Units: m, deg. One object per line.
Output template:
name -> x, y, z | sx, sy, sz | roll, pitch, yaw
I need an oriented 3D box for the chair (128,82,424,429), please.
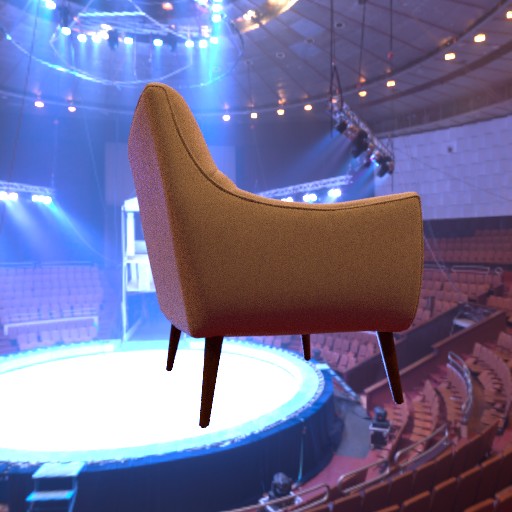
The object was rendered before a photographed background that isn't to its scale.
chair -> 0.000, 0.000, 1.429 | 0.787, 0.838, 0.762 | 0, -1, -19
